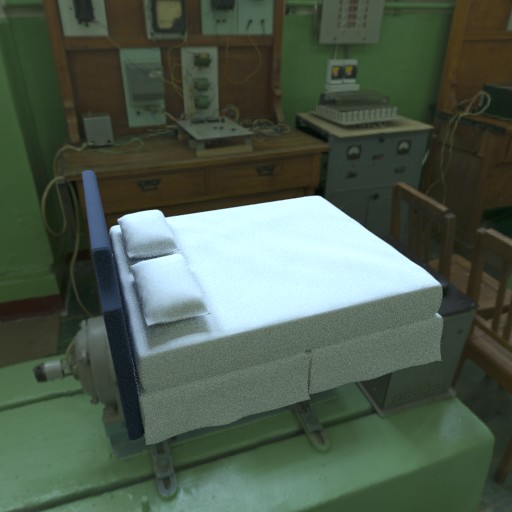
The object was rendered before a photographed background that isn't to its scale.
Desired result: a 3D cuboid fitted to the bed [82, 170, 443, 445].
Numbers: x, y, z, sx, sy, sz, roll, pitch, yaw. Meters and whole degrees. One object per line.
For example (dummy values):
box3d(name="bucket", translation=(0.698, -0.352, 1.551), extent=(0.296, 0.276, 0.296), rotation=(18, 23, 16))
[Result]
box3d(name="bed", translation=(0.000, 0.000, 4.156), extent=(2.773, 1.488, 2.350), rotation=(-11, 31, -18))
